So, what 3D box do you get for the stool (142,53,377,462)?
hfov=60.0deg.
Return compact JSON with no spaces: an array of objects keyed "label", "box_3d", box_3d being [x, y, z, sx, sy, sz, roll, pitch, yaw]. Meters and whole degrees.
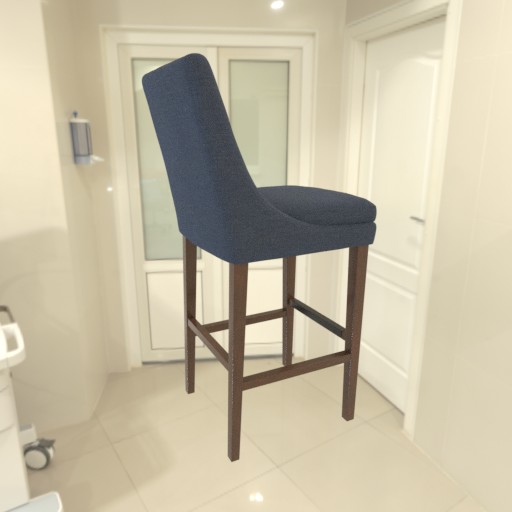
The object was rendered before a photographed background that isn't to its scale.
[{"label":"stool","box_3d":[0.000,0.000,1.381,0.577,1.078,0.470,-8,17,-26]}]
